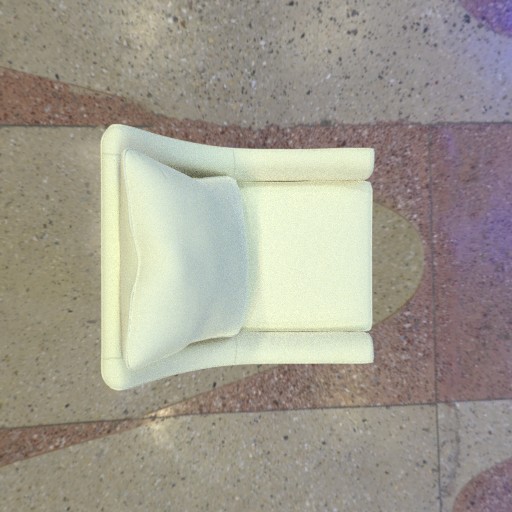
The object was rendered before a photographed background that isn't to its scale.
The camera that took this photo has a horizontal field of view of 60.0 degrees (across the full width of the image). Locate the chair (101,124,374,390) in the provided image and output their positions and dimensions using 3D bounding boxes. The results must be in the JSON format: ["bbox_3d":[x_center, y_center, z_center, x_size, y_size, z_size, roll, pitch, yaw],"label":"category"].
[{"bbox_3d":[0.000,0.000,1.580,0.876,0.965,0.756,0,90,-1],"label":"chair"}]
